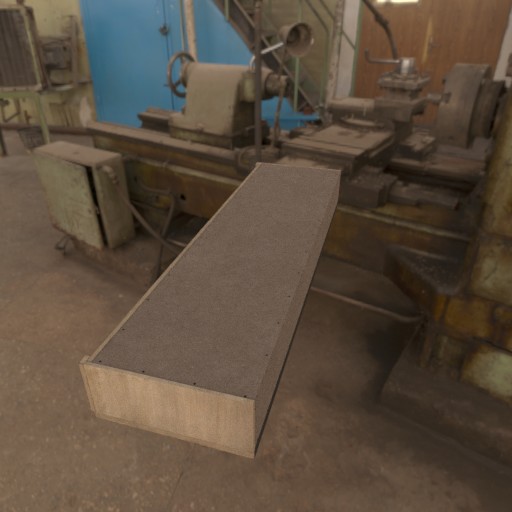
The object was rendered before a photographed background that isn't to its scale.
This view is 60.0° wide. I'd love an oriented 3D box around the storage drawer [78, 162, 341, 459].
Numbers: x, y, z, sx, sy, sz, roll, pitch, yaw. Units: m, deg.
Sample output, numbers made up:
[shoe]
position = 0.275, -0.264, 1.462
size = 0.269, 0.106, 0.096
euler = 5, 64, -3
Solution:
[storage drawer]
position = 0.000, 0.000, 2.286
size = 0.591, 0.274, 2.072
euler = 8, 32, 14
